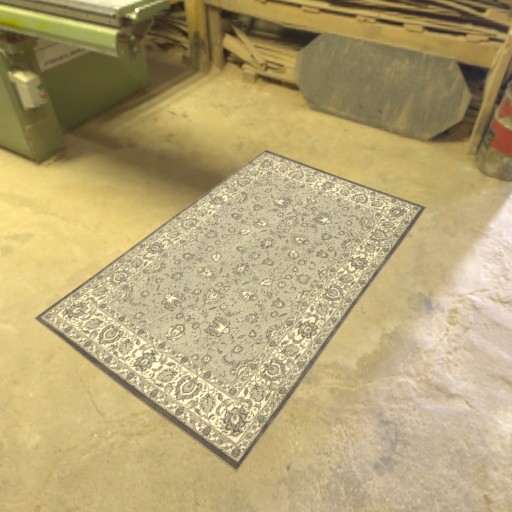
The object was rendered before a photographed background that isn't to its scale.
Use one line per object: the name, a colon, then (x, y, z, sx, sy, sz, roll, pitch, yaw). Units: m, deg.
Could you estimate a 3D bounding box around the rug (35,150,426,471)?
rug: (0.000, 0.000, 3.037, 1.524, 0.011, 2.438, 26, 49, 25)
